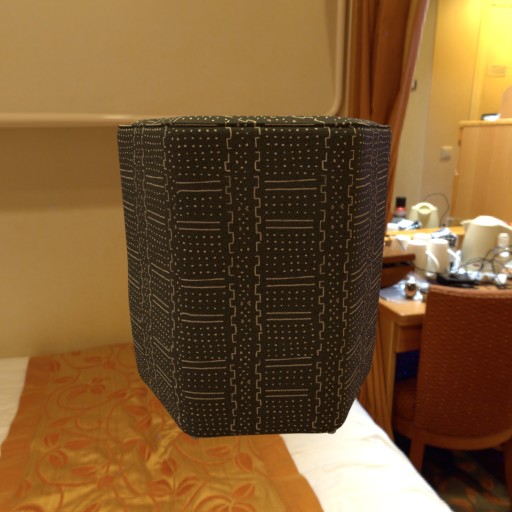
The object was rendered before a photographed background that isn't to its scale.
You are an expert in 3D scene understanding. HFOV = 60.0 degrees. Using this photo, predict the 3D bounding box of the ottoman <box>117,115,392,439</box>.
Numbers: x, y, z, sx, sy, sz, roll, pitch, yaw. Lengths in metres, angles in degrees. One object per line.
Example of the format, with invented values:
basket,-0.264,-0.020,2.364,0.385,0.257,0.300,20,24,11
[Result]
ottoman,0.000,0.000,0.853,0.443,0.502,0.494,8,17,26
